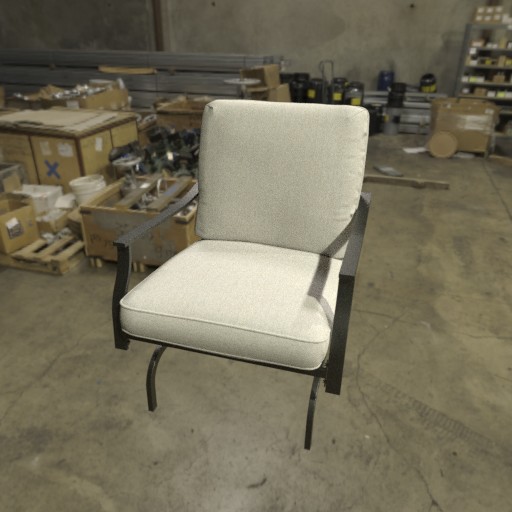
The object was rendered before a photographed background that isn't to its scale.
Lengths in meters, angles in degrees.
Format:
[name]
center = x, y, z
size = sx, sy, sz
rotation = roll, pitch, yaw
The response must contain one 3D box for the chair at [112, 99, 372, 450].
[chair]
center = 0.000, 0.000, 1.418
size = 0.650, 0.860, 0.787
rotation = 8, 28, 15
